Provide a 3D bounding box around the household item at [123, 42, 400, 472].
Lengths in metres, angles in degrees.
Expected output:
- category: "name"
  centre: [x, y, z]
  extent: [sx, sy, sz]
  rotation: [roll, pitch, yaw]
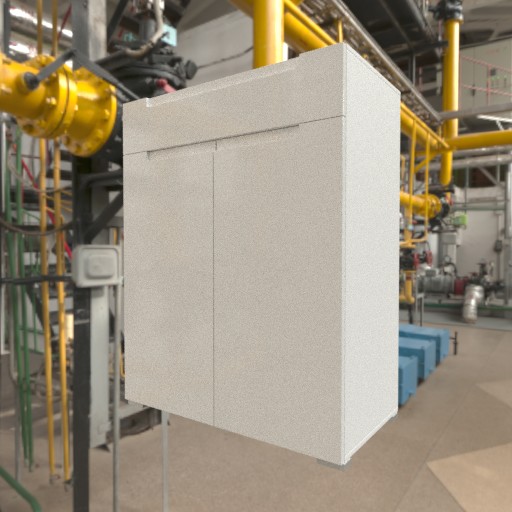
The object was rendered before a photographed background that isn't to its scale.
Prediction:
- category: "household item"
  centre: [0.000, 0.000, 1.430]
  extent: [0.790, 1.010, 0.420]
  rotation: [1, 2, 35]
